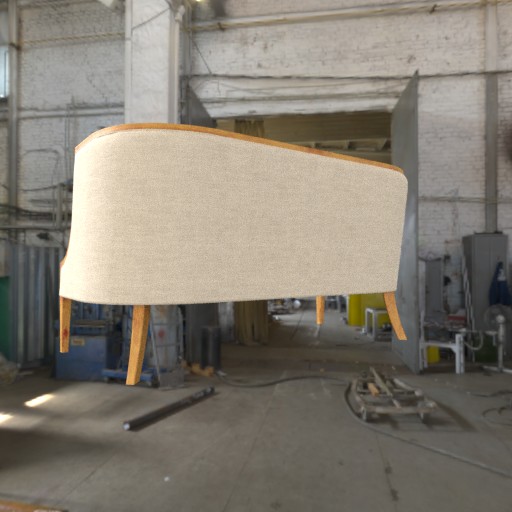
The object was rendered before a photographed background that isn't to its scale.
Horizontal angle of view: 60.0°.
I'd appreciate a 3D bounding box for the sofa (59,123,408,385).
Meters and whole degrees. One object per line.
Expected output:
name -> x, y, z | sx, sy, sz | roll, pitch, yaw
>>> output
sofa -> 0.000, 0.000, 1.924 | 1.474, 0.775, 0.770 | 1, -1, -36
